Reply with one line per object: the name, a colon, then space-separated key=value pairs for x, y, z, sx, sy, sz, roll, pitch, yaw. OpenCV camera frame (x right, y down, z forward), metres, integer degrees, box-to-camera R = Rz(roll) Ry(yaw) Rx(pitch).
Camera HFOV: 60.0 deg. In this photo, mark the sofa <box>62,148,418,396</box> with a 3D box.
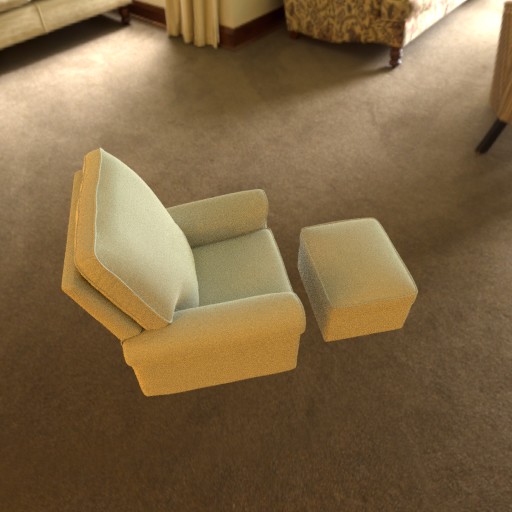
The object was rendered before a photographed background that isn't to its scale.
sofa: x=0.000 y=0.000 z=2.070 sx=1.478 sy=0.959 sz=0.880 roll=-9 pitch=48 yaw=-8
